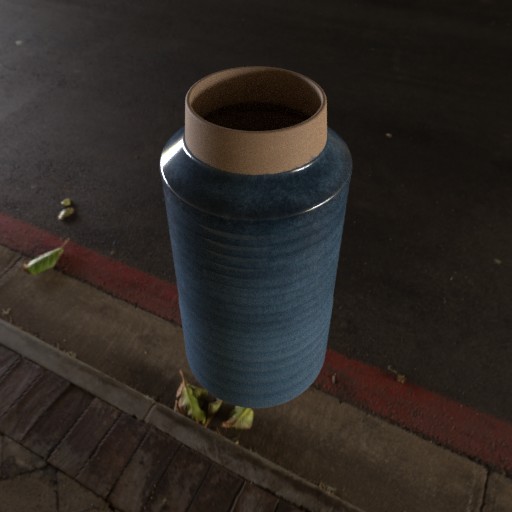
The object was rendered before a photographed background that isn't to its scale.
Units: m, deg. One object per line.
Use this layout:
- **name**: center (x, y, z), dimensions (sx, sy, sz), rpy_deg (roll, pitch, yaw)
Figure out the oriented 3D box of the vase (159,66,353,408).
- **vase**: center (0.000, 0.000, 0.416), dimensions (0.163, 0.316, 0.163), rpy_deg (0, 46, 0)
